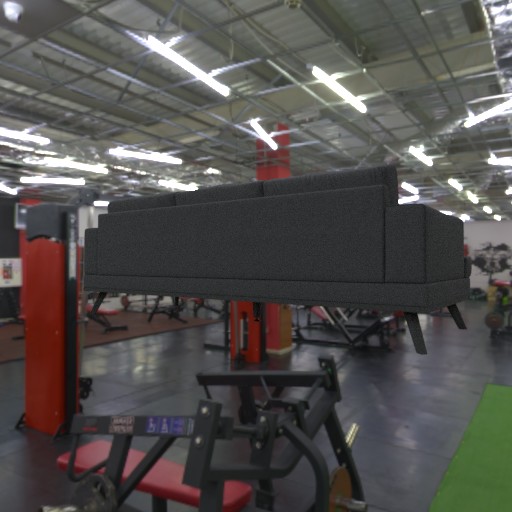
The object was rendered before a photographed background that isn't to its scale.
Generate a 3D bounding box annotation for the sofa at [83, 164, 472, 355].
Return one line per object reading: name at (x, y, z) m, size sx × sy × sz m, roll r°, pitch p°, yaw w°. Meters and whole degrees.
sofa at (0.000, 0.000, 2.763) m, size 2.310 × 0.810 × 0.920 m, roll -1°, pitch -1°, yaw 36°
